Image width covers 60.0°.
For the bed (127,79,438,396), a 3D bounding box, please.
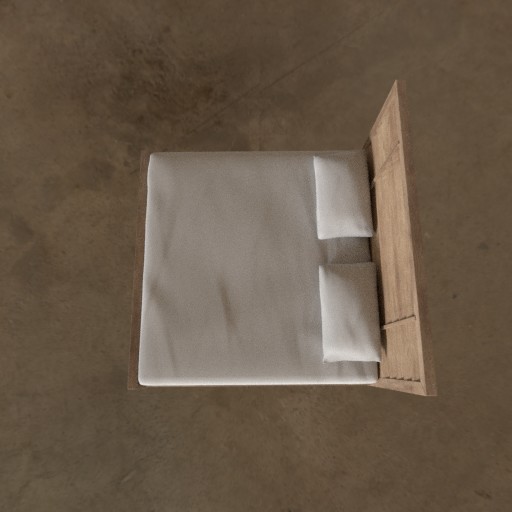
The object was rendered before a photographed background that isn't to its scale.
[{"bbox_3d":[0.000,0.000,3.515,2.032,1.626,2.032,0,76,0],"label":"bed"}]
